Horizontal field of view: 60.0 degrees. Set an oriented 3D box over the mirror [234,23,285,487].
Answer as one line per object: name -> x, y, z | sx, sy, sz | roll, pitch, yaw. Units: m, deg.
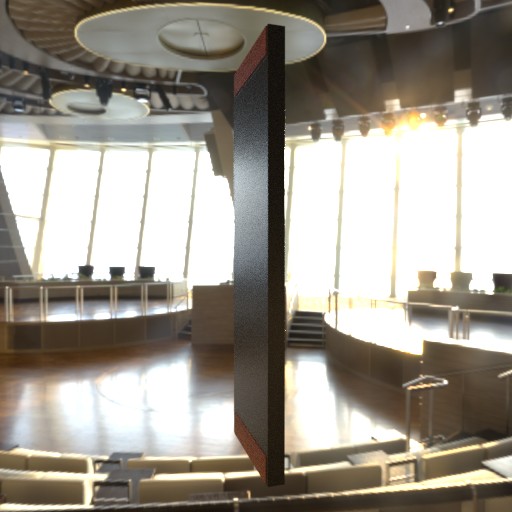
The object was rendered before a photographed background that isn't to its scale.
mirror -> 0.000, 0.000, 1.242 | 0.047, 1.123, 0.343 | 0, 1, -17
